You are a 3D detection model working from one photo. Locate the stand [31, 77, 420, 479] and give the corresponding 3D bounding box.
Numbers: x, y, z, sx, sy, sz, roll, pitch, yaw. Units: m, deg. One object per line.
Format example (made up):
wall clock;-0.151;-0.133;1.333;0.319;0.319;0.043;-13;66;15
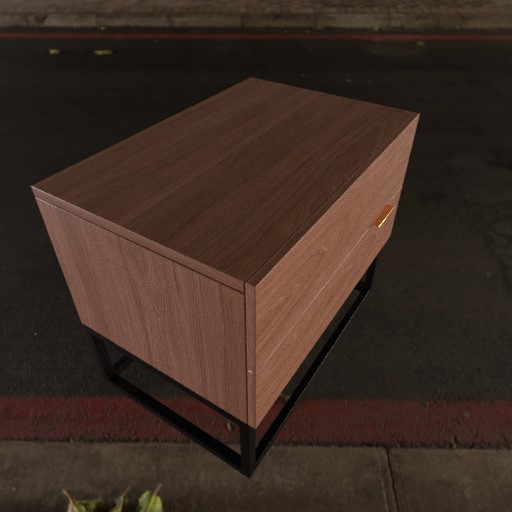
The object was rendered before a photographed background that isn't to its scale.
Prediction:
stand;0.000;0.000;0.933;0.420;0.500;0.600;23;45;25
